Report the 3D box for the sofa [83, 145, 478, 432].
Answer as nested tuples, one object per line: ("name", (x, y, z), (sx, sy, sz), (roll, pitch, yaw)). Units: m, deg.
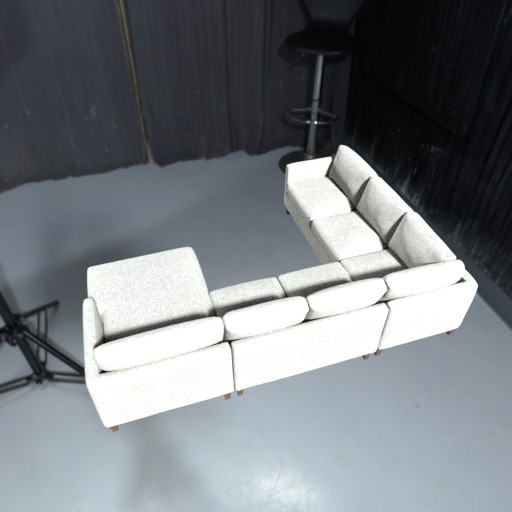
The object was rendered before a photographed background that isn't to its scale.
("sofa", (0.000, 0.000, 4.681), (3.460, 0.959, 2.593), (-12, 43, -13))
